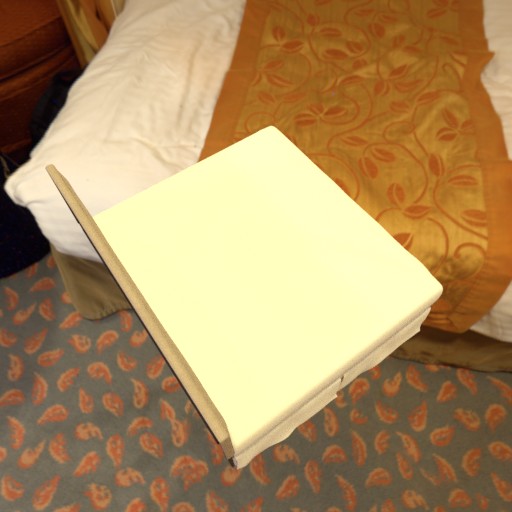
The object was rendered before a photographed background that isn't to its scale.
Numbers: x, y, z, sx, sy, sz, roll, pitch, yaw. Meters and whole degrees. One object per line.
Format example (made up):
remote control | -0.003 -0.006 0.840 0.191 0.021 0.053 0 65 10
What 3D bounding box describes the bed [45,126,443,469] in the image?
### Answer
bed | 0.000 0.000 3.323 1.914 1.346 2.170 -32 64 -18
